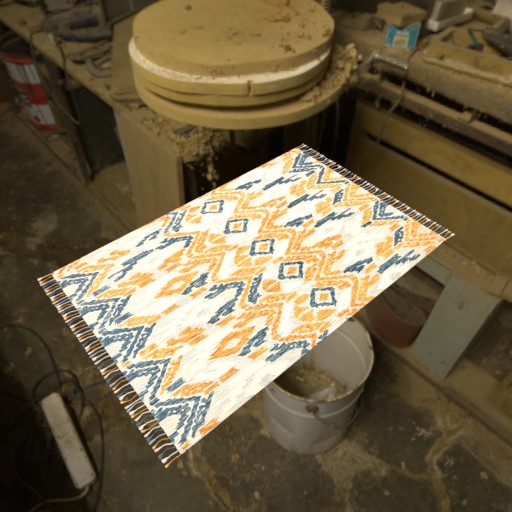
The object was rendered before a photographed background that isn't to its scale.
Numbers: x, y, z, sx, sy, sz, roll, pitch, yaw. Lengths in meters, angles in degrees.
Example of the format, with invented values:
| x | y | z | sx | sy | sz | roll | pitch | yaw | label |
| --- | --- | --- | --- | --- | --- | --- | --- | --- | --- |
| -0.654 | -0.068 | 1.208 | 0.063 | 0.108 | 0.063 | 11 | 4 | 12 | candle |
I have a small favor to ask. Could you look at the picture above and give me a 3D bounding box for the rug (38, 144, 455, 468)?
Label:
| x | y | z | sx | sy | sz | roll | pitch | yaw | label |
| --- | --- | --- | --- | --- | --- | --- | --- | --- | --- |
| 0.000 | 0.000 | 3.010 | 2.428 | 0.010 | 1.533 | -32 | 55 | -26 | rug |
